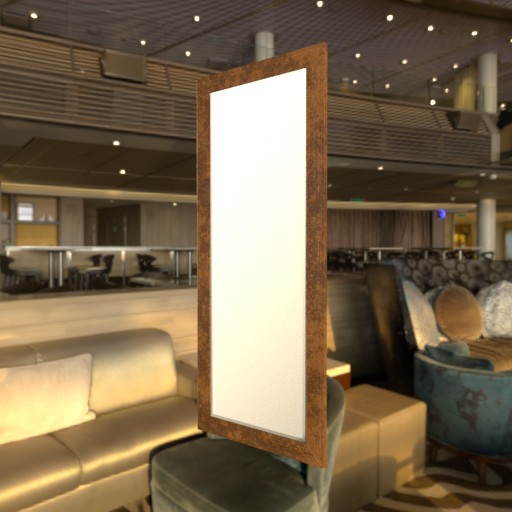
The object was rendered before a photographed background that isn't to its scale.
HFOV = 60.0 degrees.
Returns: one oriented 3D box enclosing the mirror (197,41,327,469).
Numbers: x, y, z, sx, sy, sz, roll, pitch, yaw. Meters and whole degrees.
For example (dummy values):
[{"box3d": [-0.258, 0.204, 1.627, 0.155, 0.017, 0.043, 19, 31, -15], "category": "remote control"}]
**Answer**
[{"box3d": [0.000, 0.000, 2.355, 0.812, 2.031, 0.032, 1, 1, 35], "category": "mirror"}]
